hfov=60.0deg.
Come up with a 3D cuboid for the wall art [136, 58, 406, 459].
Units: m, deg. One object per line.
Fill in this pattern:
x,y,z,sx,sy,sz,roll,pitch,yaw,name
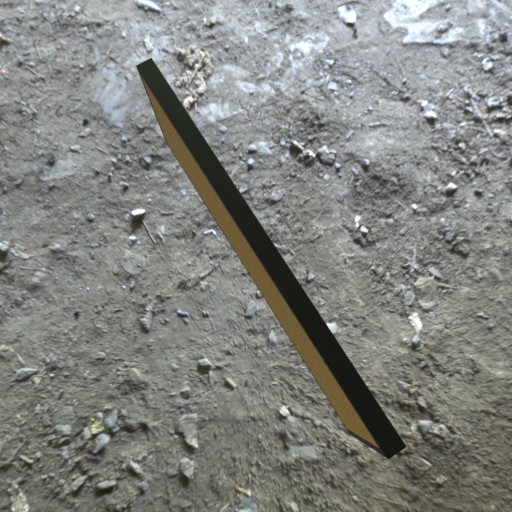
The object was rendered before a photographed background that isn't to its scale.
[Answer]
0.000,0.000,0.948,0.037,0.303,0.860,-31,77,-8,wall art
